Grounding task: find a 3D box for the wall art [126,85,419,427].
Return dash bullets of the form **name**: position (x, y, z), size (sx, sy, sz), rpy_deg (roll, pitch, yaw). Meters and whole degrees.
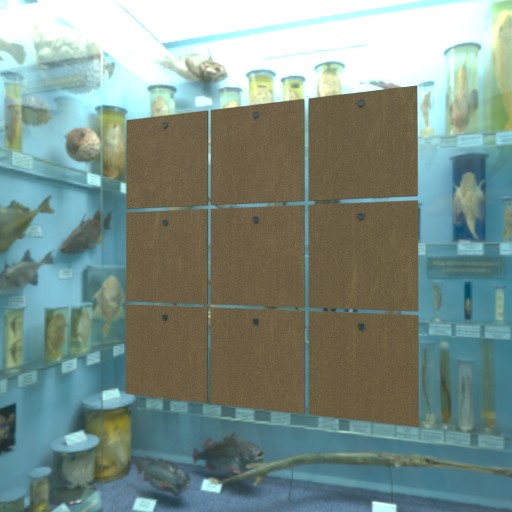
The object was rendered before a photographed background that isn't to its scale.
- **wall art**: position (0.000, 0.000, 2.220), size (1.526, 1.522, 0.023), rpy_deg (0, -1, 19)
